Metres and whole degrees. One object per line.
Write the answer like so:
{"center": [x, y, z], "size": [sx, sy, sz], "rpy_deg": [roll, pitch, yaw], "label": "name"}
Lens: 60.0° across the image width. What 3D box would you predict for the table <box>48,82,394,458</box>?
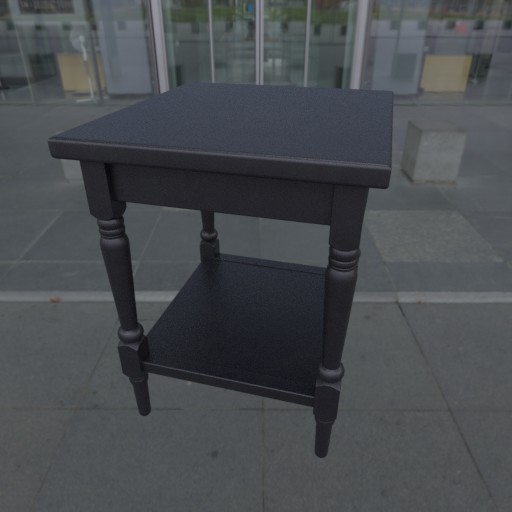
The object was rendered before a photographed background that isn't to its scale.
{"center": [0.000, 0.000, 0.880], "size": [0.442, 0.565, 0.488], "rpy_deg": [8, 31, 13], "label": "table"}
